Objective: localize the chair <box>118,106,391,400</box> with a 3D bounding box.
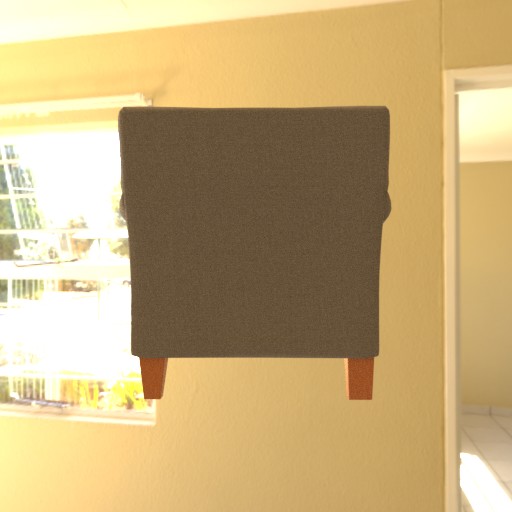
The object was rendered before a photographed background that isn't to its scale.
[{"bbox_3d":[0.000,0.000,1.922,0.955,1.038,1.070,0,-1,1],"label":"chair"}]
